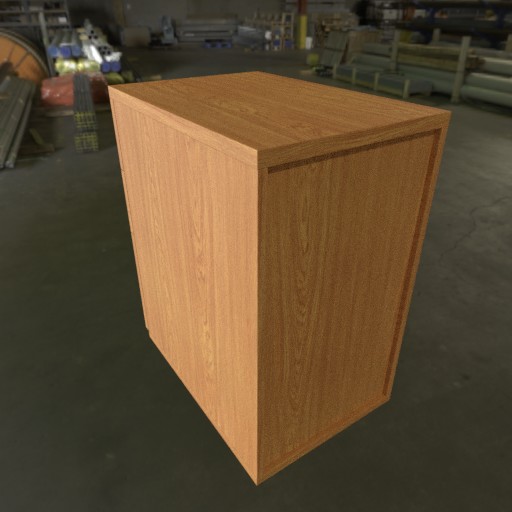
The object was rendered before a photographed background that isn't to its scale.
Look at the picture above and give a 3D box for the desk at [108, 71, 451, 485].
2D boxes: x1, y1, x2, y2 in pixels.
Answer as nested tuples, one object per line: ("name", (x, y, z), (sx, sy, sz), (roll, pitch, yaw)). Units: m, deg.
("desk", (0.000, 0.000, 1.060), (0.404, 0.730, 0.600), (-19, 35, -29))
